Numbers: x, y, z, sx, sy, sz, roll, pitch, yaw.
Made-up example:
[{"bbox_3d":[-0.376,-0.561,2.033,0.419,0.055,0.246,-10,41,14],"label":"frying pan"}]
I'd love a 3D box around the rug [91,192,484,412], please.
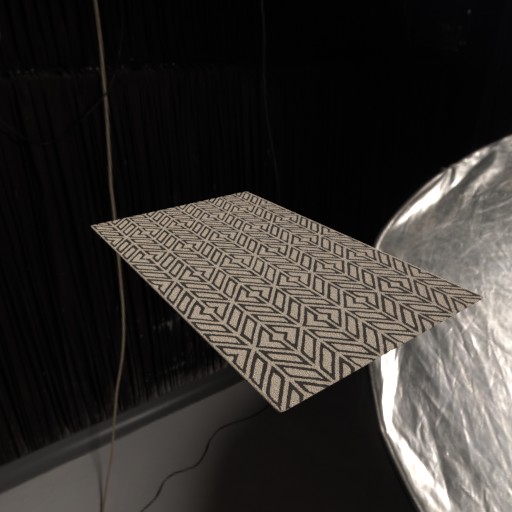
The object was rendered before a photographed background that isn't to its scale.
[{"bbox_3d":[0.000,0.000,3.062,1.523,0.008,2.438,-18,31,-32],"label":"rug"}]
